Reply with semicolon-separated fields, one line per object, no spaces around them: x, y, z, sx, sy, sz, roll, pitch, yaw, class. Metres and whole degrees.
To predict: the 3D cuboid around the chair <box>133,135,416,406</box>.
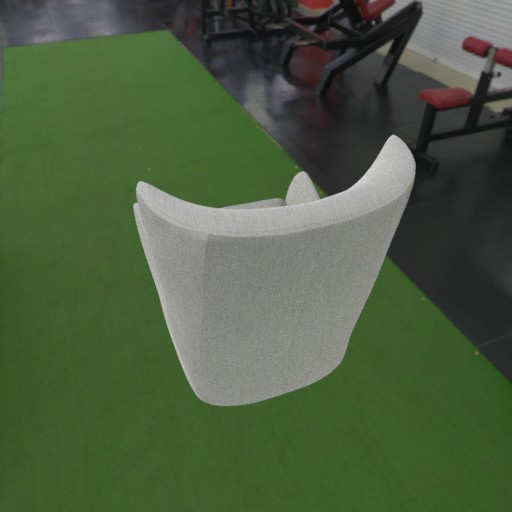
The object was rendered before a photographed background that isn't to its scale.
0.000;0.000;1.656;0.779;1.000;0.904;-13;42;-15;chair
